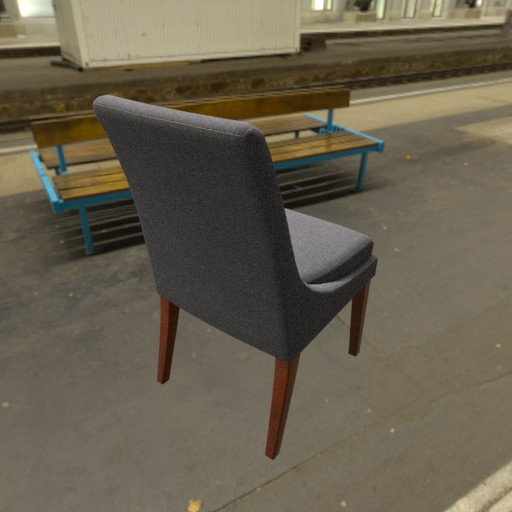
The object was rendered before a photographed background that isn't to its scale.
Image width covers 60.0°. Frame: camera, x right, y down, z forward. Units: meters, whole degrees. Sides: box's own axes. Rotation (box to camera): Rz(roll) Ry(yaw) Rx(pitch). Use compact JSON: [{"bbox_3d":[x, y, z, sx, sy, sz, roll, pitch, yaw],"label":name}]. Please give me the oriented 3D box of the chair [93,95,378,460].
[{"bbox_3d":[0.000,0.000,1.308,0.508,0.952,0.655,22,37,32],"label":"chair"}]
